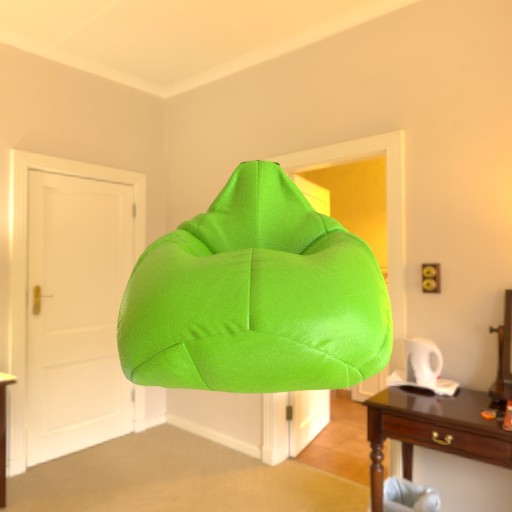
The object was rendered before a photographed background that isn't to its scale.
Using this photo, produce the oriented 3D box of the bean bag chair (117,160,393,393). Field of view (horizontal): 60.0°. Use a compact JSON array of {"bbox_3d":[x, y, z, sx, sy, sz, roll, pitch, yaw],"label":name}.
[{"bbox_3d":[0.000,0.000,1.883,1.070,0.990,1.070,0,-1,2],"label":"bean bag chair"}]
